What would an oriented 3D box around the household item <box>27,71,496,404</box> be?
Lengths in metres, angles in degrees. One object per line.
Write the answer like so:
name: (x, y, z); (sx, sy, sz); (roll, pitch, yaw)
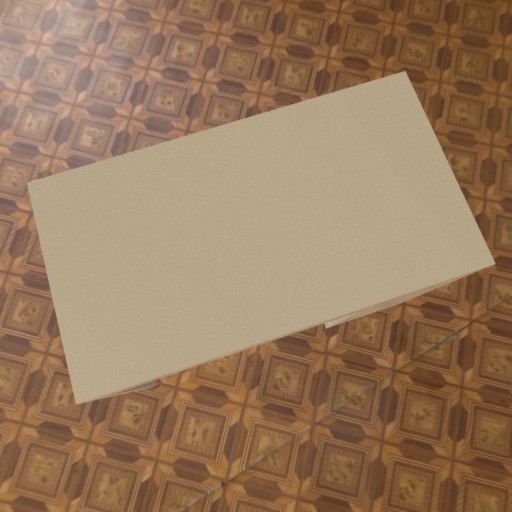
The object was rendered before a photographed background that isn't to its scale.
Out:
household item: (0.000, 0.000, 1.527); (1.100, 0.749, 0.597); (-18, 77, -4)
